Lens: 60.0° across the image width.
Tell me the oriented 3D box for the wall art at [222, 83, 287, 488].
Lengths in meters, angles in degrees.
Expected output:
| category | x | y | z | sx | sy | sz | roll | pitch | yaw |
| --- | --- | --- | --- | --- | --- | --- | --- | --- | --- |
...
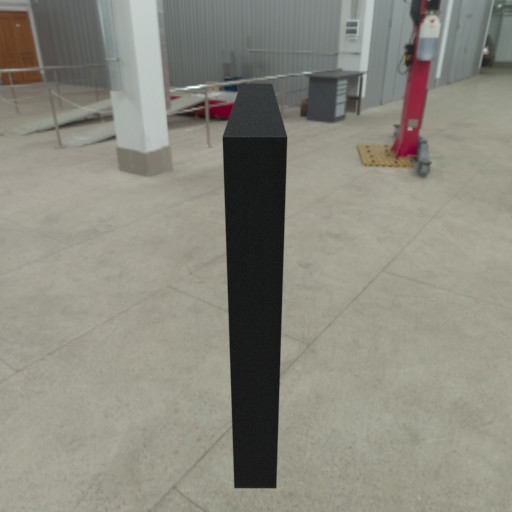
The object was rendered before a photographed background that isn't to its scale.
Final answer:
| category | x | y | z | sx | sy | sz | roll | pitch | yaw |
| --- | --- | --- | --- | --- | --- | --- | --- | --- | --- |
| wall art | 0.000 | 0.000 | 0.458 | 0.037 | 0.305 | 0.305 | 0 | 27 | 0 |
